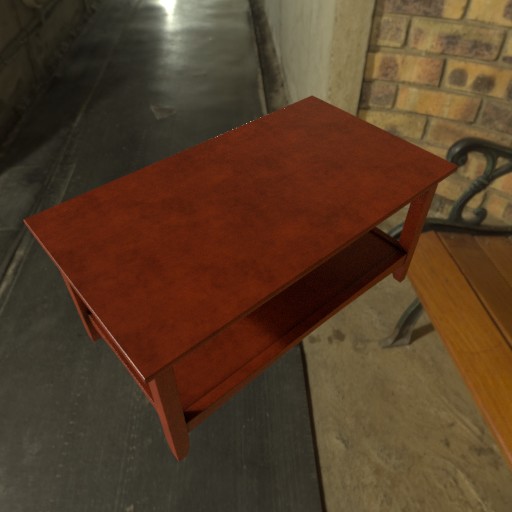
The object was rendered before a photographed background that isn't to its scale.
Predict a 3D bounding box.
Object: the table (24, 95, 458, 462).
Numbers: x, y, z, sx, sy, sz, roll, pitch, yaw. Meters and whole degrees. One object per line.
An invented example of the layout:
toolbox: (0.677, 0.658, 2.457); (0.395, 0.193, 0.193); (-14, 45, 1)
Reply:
table: (0.000, 0.000, 1.245); (0.943, 0.456, 0.533); (-32, 53, -27)
